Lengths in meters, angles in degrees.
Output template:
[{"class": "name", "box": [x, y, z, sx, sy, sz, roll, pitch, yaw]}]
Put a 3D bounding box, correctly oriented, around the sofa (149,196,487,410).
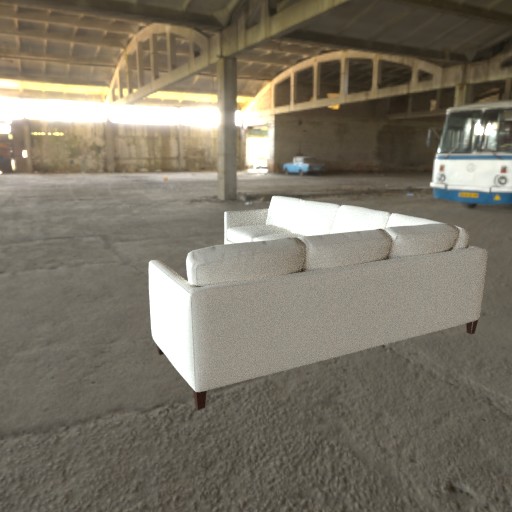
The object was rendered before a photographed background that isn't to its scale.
[{"class": "sofa", "box": [0.000, 0.000, 4.470, 2.593, 0.947, 3.302, -7, 15, -27]}]
